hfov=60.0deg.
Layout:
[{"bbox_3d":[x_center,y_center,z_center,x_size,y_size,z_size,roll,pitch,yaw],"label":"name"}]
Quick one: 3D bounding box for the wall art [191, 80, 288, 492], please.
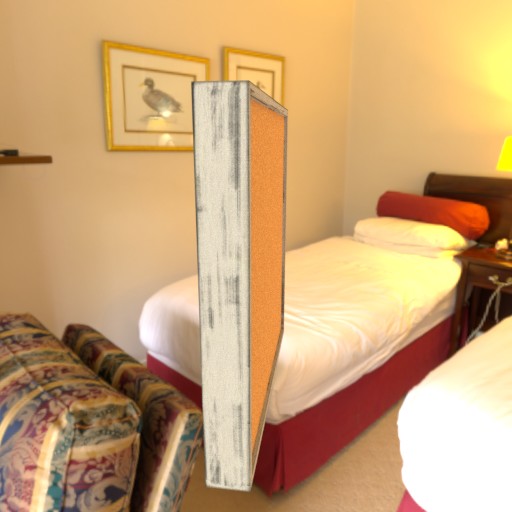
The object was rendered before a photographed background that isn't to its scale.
[{"bbox_3d":[0.000,0.000,0.457,0.036,0.303,0.303,2,15,8],"label":"wall art"}]
